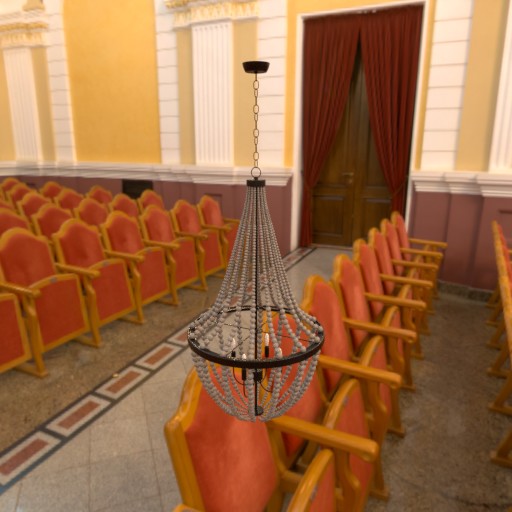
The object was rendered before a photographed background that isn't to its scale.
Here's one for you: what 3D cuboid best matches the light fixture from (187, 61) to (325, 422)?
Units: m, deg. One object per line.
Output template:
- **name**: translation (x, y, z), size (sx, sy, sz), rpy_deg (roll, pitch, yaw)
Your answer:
- **light fixture**: translation (0.000, 0.000, 1.403), size (0.450, 1.133, 0.450), rpy_deg (0, 15, 0)
